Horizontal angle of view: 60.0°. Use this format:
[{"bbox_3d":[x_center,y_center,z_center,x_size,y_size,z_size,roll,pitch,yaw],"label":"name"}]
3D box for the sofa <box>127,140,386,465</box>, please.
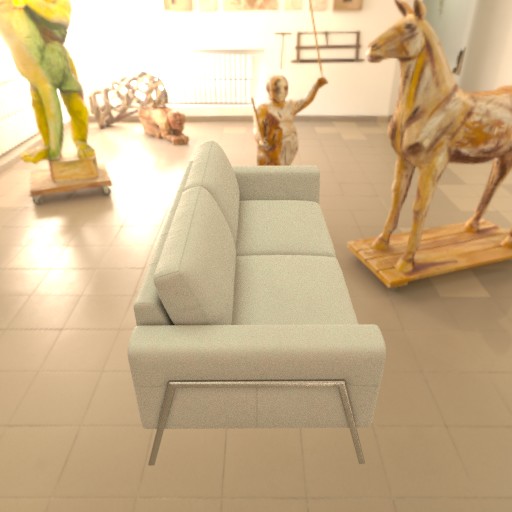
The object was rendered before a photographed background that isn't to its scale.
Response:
[{"bbox_3d":[0.000,0.000,2.534,0.953,0.875,2.017,0,31,0],"label":"sofa"}]
